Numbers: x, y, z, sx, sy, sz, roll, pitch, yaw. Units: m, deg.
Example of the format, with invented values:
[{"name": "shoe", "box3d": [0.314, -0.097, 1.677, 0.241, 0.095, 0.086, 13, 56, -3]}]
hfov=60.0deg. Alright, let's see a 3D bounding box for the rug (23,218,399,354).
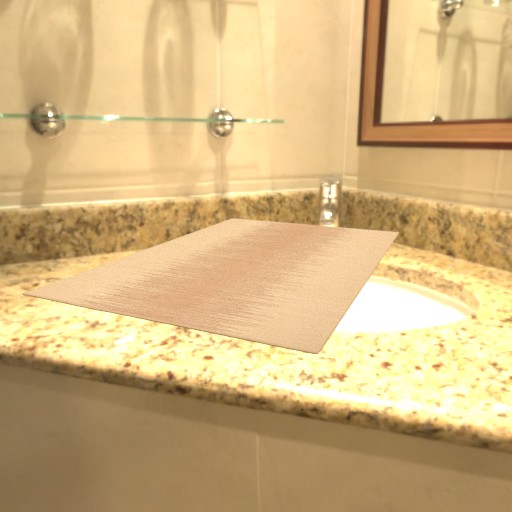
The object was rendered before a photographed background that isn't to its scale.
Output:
[{"name": "rug", "box3d": [0.000, 0.000, 2.347, 1.234, 0.006, 1.850, 7, 17, 23]}]
